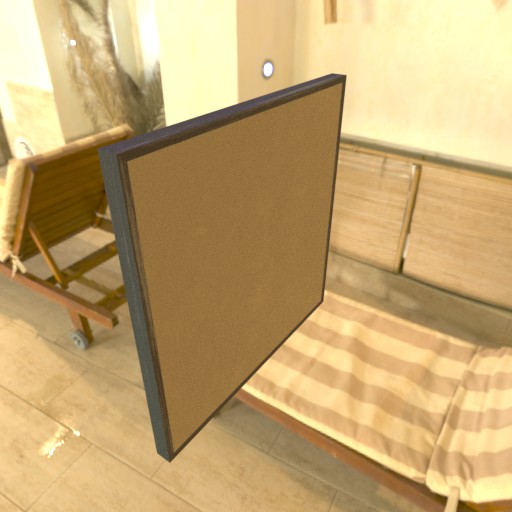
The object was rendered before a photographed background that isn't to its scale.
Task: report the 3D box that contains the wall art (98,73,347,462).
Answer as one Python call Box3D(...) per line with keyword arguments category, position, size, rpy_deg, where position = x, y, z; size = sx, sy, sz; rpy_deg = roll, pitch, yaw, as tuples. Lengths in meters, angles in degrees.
Box3D(category="wall art", position=(0.000, 0.000, 1.125), size=(0.043, 0.758, 0.762), rpy_deg=(21, 38, 30))
